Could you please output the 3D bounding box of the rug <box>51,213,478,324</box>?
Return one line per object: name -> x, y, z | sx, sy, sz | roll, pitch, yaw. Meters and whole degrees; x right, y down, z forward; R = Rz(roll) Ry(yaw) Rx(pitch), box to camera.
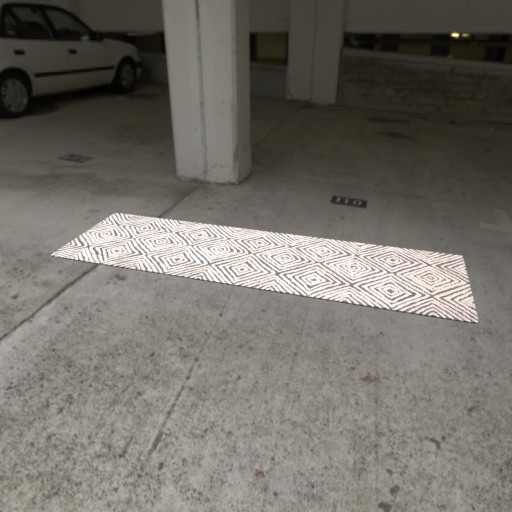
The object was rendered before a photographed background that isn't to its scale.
rug -> 0.000, 0.000, 2.549 | 2.277, 0.008, 0.676 | 8, 29, 15
